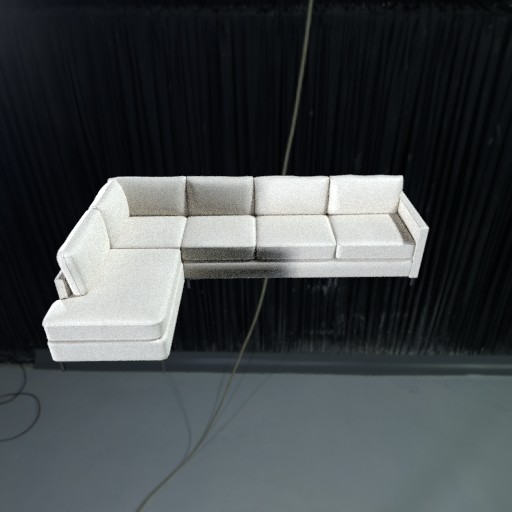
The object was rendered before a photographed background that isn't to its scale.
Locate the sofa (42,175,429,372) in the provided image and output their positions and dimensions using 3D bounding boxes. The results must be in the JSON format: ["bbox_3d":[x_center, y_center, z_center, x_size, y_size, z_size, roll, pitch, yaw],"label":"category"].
[{"bbox_3d":[0.000,0.000,4.322,3.384,0.996,2.048,-1,33,-1],"label":"sofa"}]
